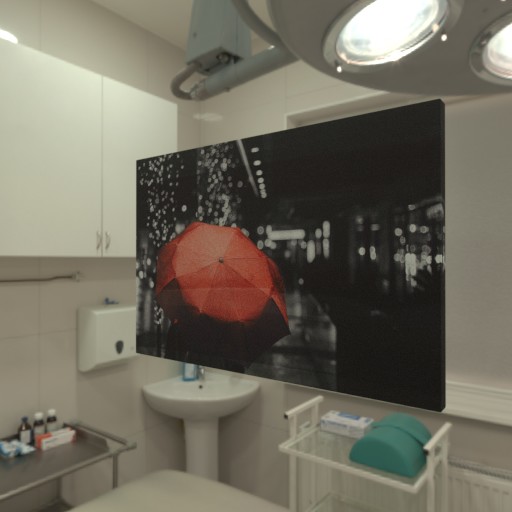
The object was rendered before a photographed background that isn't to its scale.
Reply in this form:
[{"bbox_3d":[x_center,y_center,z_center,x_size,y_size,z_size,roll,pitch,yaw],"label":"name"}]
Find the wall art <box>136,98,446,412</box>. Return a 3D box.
[{"bbox_3d":[0.000,0.000,1.142,0.914,0.609,0.038,0,0,36],"label":"wall art"}]
